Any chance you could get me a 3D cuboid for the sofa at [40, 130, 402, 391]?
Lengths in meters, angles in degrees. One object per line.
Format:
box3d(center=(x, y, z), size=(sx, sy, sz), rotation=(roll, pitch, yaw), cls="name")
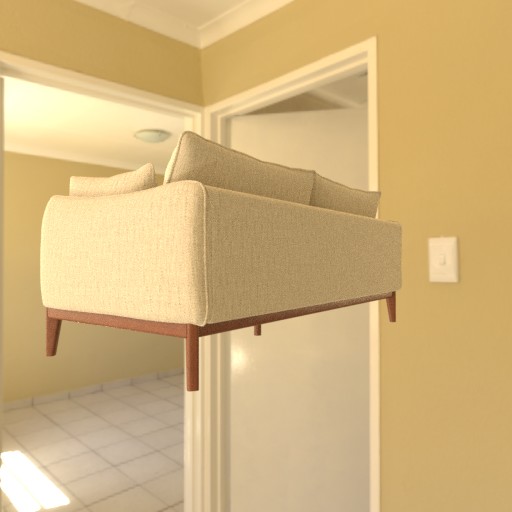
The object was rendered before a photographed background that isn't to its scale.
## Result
box3d(center=(0.000, 0.000, 2.419), size=(0.991, 0.860, 1.989), rotation=(0, 0, 36), cls="sofa")
